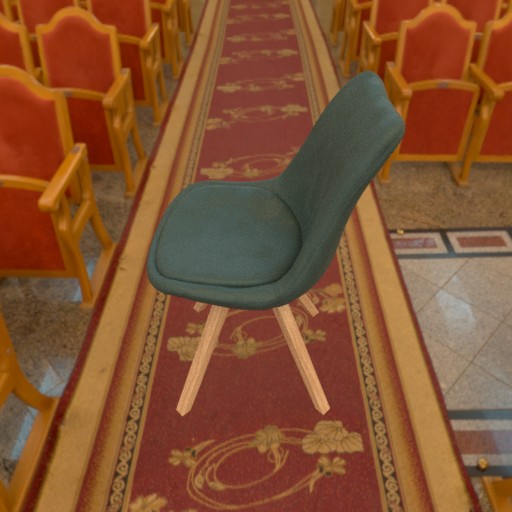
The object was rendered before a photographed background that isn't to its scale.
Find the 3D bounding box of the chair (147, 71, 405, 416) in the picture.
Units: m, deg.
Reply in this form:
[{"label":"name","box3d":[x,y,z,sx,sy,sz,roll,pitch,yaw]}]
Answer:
[{"label":"chair","box3d":[0.000,0.000,1.165,0.547,0.865,0.483,1,41,1]}]
